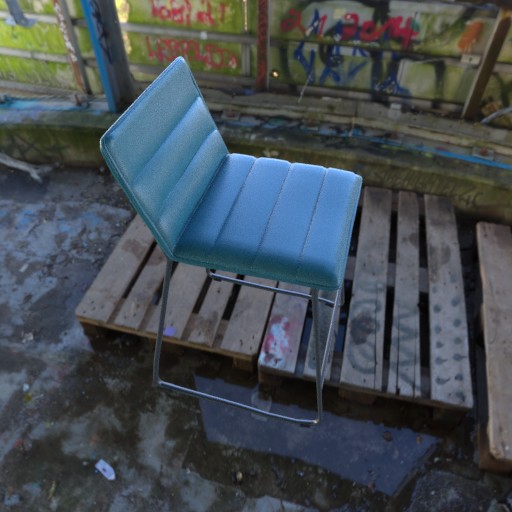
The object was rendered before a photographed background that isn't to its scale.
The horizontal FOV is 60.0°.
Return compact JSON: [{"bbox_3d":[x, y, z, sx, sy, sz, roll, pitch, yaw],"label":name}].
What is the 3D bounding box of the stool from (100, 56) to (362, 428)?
[{"bbox_3d":[0.000,0.000,1.187,0.524,0.866,0.489,12,48,11],"label":"stool"}]
